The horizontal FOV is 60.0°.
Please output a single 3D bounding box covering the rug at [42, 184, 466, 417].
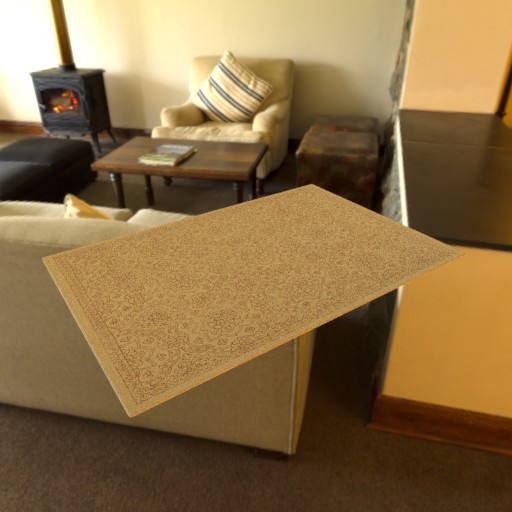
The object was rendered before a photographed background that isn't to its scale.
[{"bbox_3d":[0.000,0.000,2.291,1.829,0.010,1.219,-19,35,-30],"label":"rug"}]
